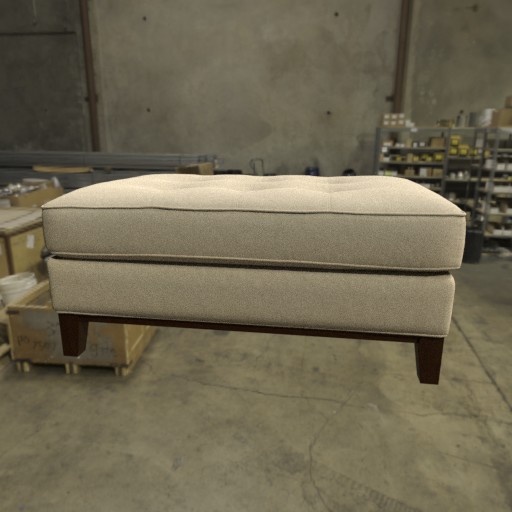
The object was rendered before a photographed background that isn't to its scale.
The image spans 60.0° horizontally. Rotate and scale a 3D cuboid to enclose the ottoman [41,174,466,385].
[{"bbox_3d":[0.000,0.000,1.485,1.143,0.508,0.648,2,16,8],"label":"ottoman"}]
